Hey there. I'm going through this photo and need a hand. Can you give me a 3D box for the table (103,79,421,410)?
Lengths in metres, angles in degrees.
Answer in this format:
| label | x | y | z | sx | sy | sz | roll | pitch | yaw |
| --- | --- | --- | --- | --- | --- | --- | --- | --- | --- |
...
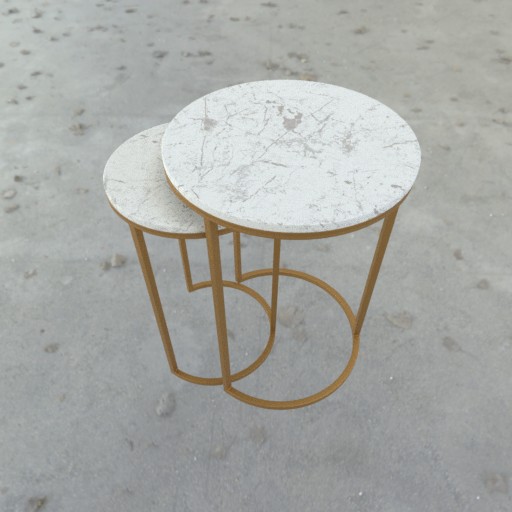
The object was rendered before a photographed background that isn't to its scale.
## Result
| label | x | y | z | sx | sy | sz | roll | pitch | yaw |
| --- | --- | --- | --- | --- | --- | --- | --- | --- | --- |
| table | 0.000 | 0.000 | 0.901 | 0.507 | 0.550 | 0.400 | 2 | 47 | 2 |
